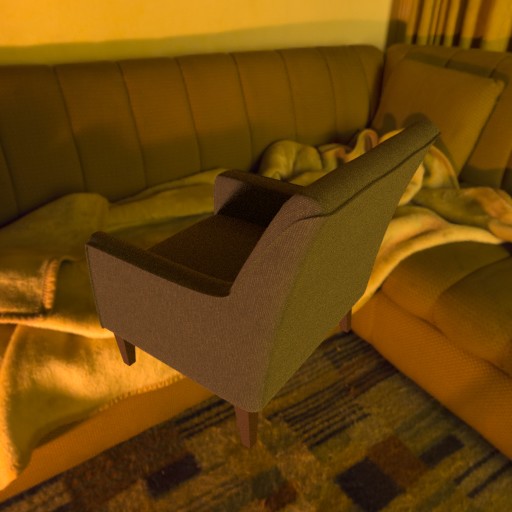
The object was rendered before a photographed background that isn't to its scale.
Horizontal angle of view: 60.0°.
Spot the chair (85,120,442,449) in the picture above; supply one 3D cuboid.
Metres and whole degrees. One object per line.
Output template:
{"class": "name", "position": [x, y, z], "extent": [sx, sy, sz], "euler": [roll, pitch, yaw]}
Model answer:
{"class": "chair", "position": [0.000, 0.000, 1.566], "extent": [0.899, 0.919, 0.780], "euler": [20, 36, 30]}
